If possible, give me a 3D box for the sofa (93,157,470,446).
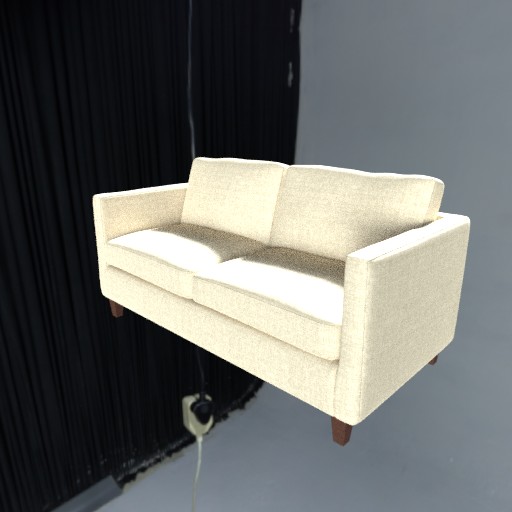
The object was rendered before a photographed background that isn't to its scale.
[{"bbox_3d":[0.000,0.000,2.410,1.884,0.963,0.950,16,23,41],"label":"sofa"}]
